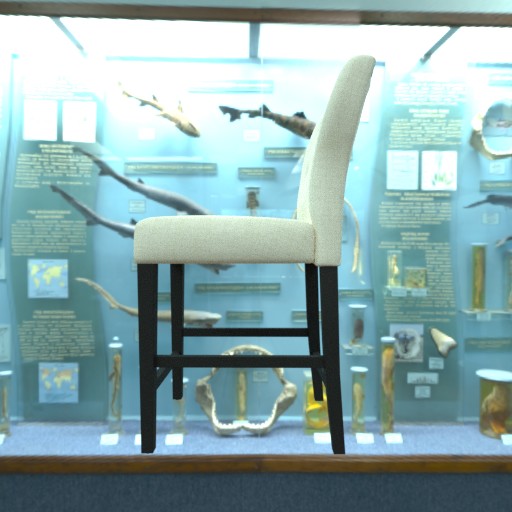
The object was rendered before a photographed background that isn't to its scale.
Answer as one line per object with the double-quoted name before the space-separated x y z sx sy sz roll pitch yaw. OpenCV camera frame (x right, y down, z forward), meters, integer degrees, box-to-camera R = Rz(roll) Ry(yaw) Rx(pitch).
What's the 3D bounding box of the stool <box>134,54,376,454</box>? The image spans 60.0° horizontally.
"stool" 0.000 0.000 1.286 0.603 0.972 0.514 0 1 1
